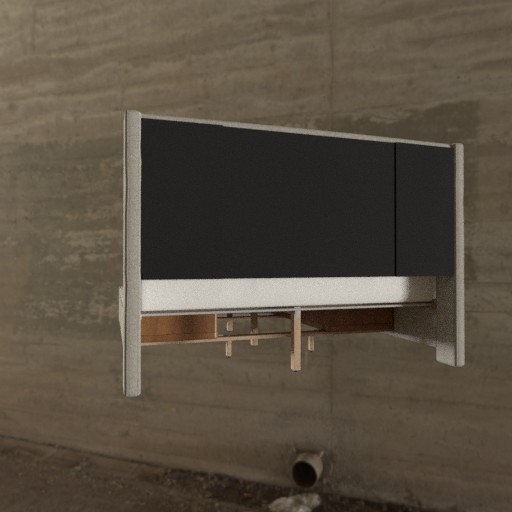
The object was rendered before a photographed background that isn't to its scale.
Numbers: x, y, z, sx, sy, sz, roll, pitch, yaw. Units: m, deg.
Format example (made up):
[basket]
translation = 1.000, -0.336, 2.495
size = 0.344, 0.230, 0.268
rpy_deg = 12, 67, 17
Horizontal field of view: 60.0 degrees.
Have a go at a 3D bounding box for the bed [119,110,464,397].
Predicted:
[bed]
translation = 0.000, 0.000, 3.652
size = 2.140, 1.470, 2.280
rpy_deg = 0, -1, -18
